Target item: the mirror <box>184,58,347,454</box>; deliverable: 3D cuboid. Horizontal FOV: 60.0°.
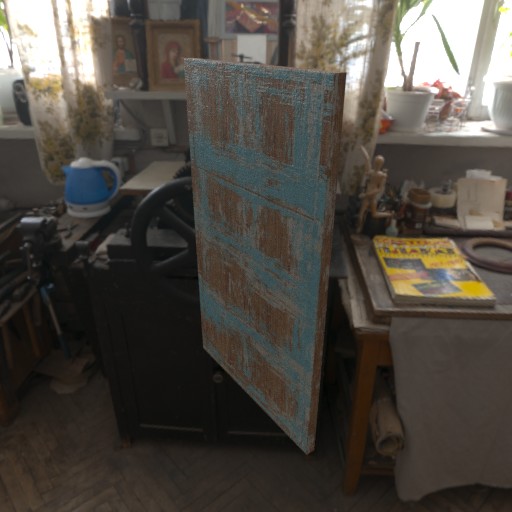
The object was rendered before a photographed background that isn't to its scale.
[{"bbox_3d":[0.000,0.000,1.521,0.083,1.213,0.707,-18,32,-32],"label":"mirror"}]
